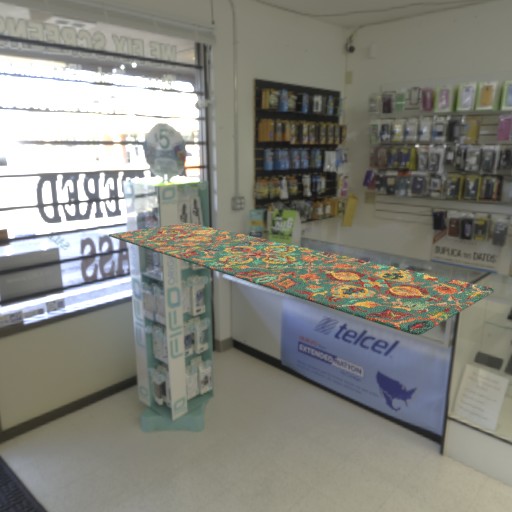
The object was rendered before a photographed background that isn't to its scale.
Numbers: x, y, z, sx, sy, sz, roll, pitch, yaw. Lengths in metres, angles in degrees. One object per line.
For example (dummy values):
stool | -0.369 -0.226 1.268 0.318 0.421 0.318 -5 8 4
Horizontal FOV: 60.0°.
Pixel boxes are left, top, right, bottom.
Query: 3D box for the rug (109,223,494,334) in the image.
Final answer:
rug | 0.000 0.000 2.485 0.686 0.013 2.286 -13 19 -42
